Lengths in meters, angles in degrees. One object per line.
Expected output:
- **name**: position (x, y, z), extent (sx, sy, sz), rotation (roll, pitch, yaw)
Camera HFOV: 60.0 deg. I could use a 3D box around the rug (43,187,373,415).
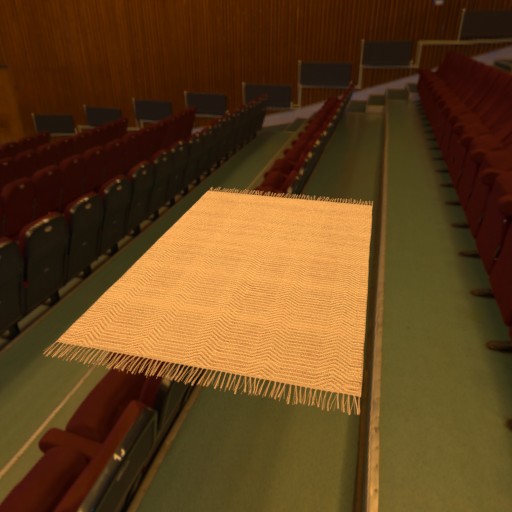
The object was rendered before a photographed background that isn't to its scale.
- **rug**: position (0.000, 0.000, 2.457), extent (1.224, 0.027, 2.021), rotation (7, 29, 13)
